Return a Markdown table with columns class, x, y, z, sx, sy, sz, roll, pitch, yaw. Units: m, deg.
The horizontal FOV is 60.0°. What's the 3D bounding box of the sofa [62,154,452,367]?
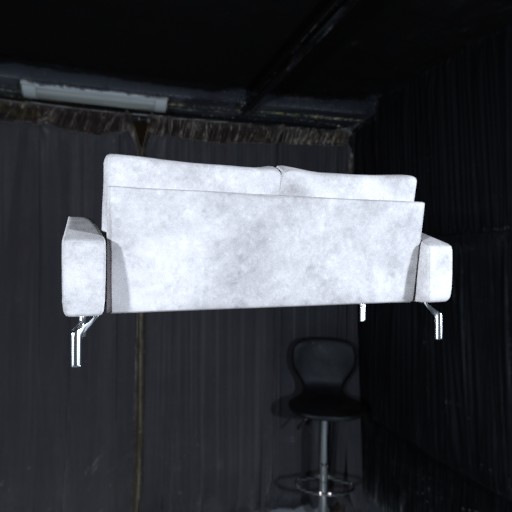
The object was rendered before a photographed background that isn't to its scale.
| class | x | y | z | sx | sy | sz | roll | pitch | yaw |
| --- | --- | --- | --- | --- | --- | --- | --- | --- | --- |
| sofa | 0.000 | 0.000 | 2.347 | 1.837 | 0.859 | 0.849 | 0 | 0 | -19 |
